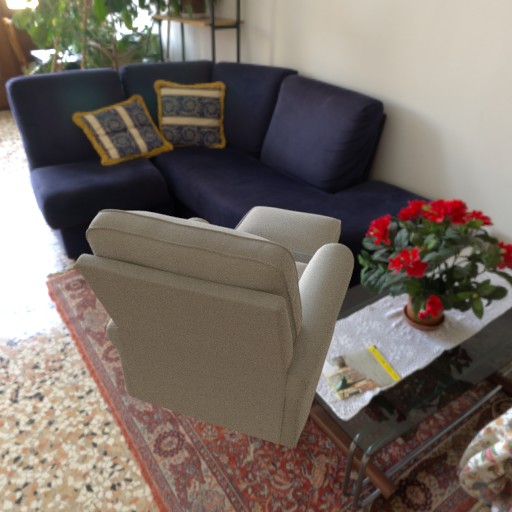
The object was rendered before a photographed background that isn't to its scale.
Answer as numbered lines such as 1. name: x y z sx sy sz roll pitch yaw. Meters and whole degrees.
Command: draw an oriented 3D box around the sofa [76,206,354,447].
1. sofa: 0.000 0.000 2.051 0.880 0.959 1.478 11 35 17
